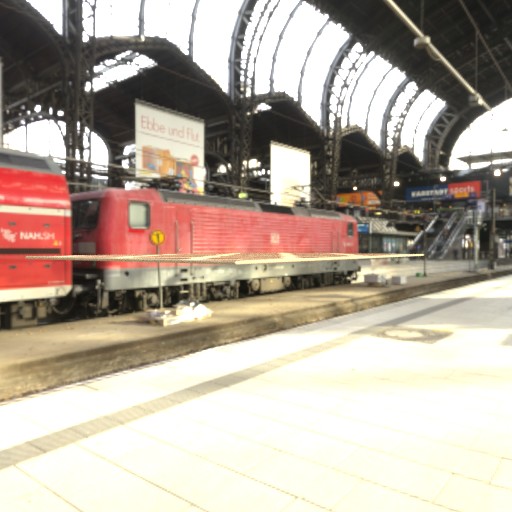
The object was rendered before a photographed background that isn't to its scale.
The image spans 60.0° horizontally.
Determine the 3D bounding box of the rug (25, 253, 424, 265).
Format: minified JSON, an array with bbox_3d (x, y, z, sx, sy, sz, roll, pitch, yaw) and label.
[{"bbox_3d":[0.000,0.000,2.937,1.526,0.014,2.290,1,1,37],"label":"rug"}]
